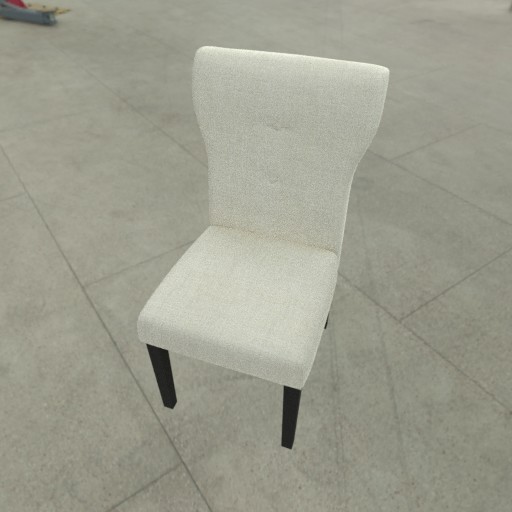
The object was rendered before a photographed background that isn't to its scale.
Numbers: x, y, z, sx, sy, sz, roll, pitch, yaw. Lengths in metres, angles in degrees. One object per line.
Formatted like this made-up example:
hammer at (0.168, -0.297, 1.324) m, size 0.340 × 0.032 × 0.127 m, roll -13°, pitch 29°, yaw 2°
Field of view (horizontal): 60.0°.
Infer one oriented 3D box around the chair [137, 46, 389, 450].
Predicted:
chair at (0.000, 0.000, 1.238) m, size 0.509 × 0.921 × 0.597 m, roll 13°, pitch 42°, yaw 15°
